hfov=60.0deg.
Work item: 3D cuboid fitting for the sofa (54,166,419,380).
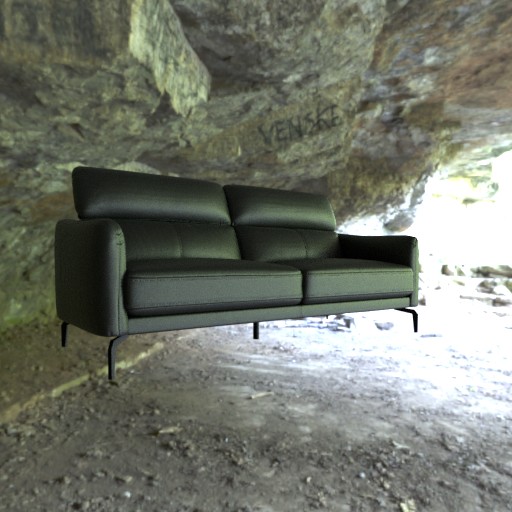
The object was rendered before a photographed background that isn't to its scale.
[{"bbox_3d":[0.000,0.000,2.560,2.069,0.957,0.856,1,-1,-35],"label":"sofa"}]
